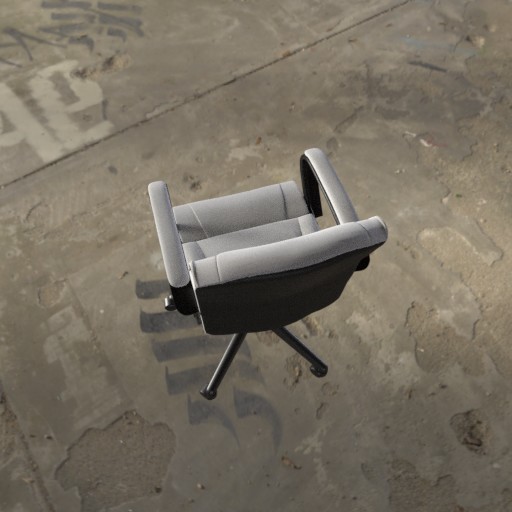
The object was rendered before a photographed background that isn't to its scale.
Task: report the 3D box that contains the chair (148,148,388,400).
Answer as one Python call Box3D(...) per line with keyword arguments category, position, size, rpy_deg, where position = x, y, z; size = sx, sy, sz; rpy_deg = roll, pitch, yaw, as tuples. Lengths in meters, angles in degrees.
Box3D(category="chair", position=(0.000, 0.000, 1.490), size=(0.739, 1.004, 0.717), rpy_deg=(-13, 59, -8))
